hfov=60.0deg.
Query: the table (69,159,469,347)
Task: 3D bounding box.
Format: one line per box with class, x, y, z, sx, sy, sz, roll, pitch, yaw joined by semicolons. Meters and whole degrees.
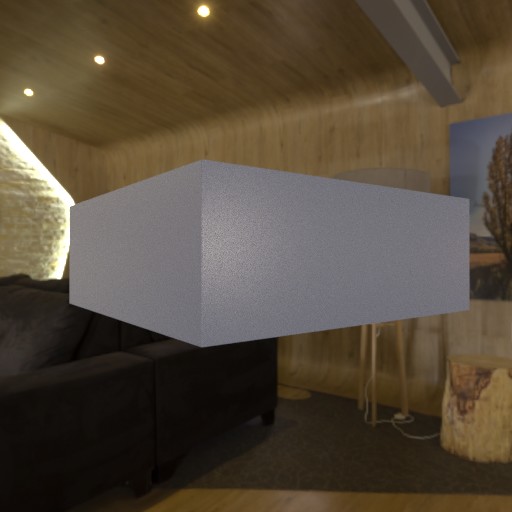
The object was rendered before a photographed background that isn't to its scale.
table;0.000;0.000;1.247;0.801;0.299;0.801;0;0;-36
